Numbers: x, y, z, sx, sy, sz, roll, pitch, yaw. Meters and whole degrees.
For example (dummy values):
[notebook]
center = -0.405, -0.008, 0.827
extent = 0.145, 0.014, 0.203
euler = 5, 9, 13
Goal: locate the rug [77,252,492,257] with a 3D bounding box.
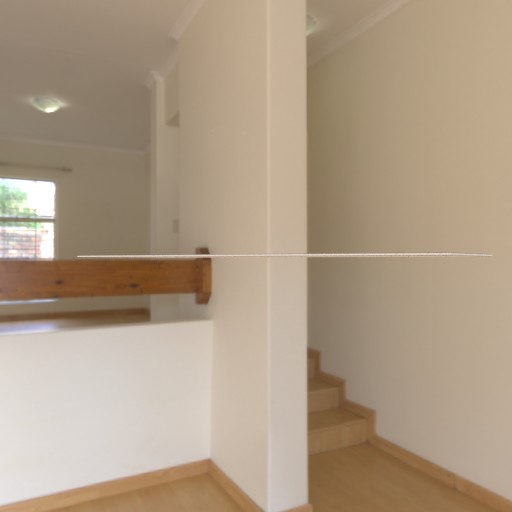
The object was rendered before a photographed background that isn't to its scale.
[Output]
[rug]
center = 0.000, 0.000, 2.646
extent = 2.388, 0.012, 0.864
euler = 0, -1, 37
